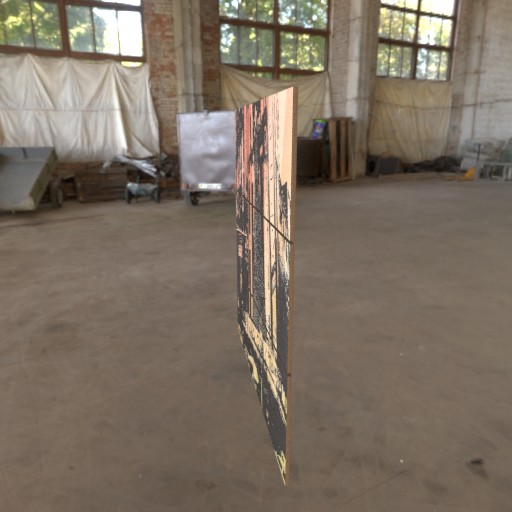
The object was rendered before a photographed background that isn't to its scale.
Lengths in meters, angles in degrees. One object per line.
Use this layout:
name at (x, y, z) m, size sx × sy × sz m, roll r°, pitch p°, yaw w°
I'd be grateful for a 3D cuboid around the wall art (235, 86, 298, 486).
wall art at (0.000, 0.000, 1.851) m, size 0.013 × 1.216 × 1.216 m, roll -3°, pitch 16°, yaw -9°
